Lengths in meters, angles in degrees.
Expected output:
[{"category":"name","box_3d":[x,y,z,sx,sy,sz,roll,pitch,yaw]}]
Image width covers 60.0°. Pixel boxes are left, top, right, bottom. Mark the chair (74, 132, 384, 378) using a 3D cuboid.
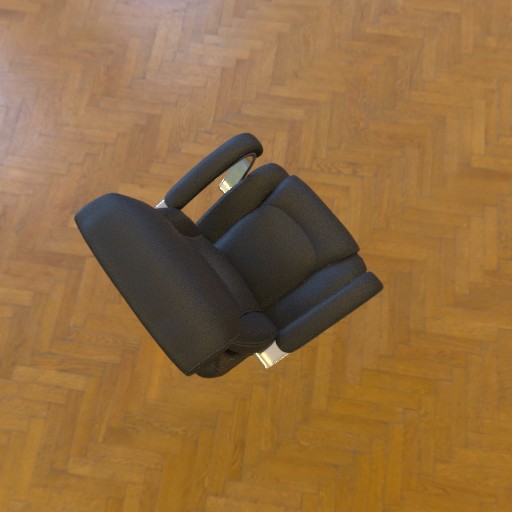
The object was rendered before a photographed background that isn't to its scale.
[{"category":"chair","box_3d":[0.000,0.000,1.632,0.790,1.183,0.755,-37,78,-9]}]
